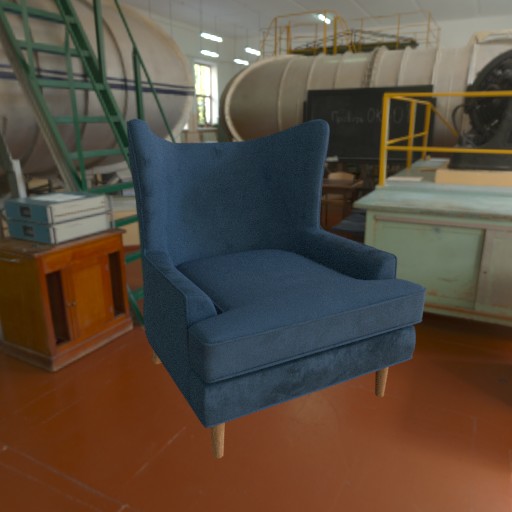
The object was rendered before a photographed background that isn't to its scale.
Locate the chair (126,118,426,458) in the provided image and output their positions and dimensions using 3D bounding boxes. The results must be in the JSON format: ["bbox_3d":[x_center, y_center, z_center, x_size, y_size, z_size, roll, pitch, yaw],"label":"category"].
[{"bbox_3d":[0.000,0.000,1.609,0.793,0.952,0.910,-9,19,-27],"label":"chair"}]
